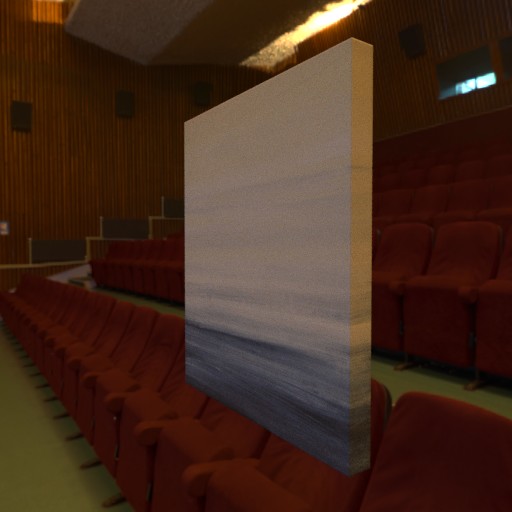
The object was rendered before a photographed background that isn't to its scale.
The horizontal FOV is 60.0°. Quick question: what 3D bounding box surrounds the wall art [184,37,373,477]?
[{"bbox_3d":[0.000,0.000,0.703,0.037,0.511,0.435,-1,2,-35],"label":"wall art"}]
